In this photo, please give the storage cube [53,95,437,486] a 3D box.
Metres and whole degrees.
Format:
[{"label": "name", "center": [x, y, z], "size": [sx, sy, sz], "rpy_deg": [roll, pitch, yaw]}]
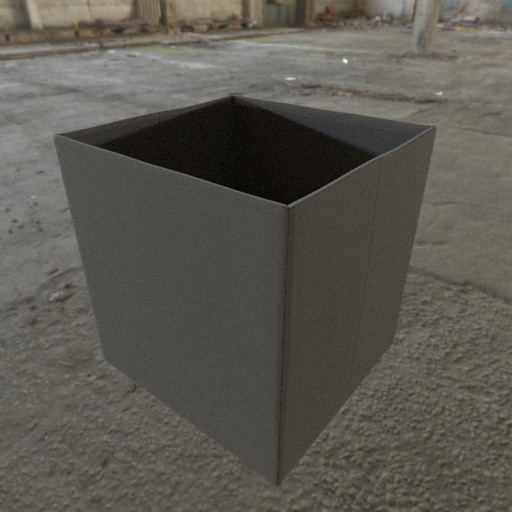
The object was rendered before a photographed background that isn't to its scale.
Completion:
[{"label": "storage cube", "center": [0.000, 0.000, 0.493], "size": [0.270, 0.280, 0.270], "rpy_deg": [22, 37, 33]}]
